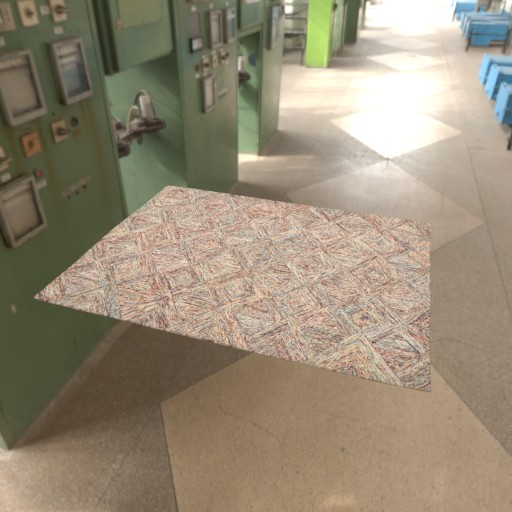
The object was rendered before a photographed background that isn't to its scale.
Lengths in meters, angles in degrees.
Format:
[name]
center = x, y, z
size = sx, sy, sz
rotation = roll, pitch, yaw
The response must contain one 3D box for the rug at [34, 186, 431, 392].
[rug]
center = 0.000, 0.000, 4.306
size = 3.226, 0.024, 2.436
rotation = 10, 35, 15
